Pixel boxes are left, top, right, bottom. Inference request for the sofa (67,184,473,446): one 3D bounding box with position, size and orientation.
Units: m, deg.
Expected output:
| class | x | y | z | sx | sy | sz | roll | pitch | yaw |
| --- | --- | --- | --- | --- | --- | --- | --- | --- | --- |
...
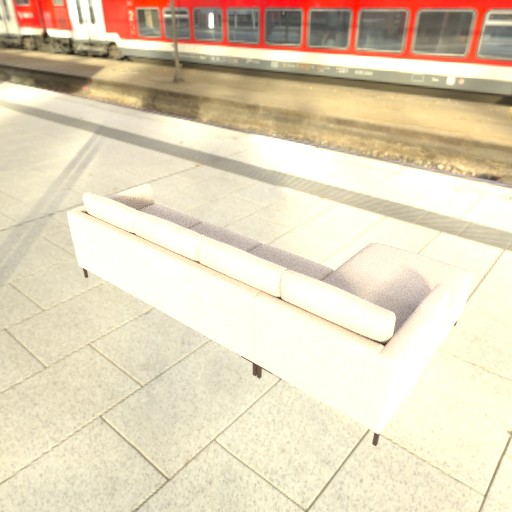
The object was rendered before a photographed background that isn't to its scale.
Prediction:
| class | x | y | z | sx | sy | sz | roll | pitch | yaw |
| --- | --- | --- | --- | --- | --- | --- | --- | --- | --- |
| sofa | 0.000 | 0.000 | 3.515 | 2.923 | 0.816 | 1.469 | 21 | 36 | 33 |
